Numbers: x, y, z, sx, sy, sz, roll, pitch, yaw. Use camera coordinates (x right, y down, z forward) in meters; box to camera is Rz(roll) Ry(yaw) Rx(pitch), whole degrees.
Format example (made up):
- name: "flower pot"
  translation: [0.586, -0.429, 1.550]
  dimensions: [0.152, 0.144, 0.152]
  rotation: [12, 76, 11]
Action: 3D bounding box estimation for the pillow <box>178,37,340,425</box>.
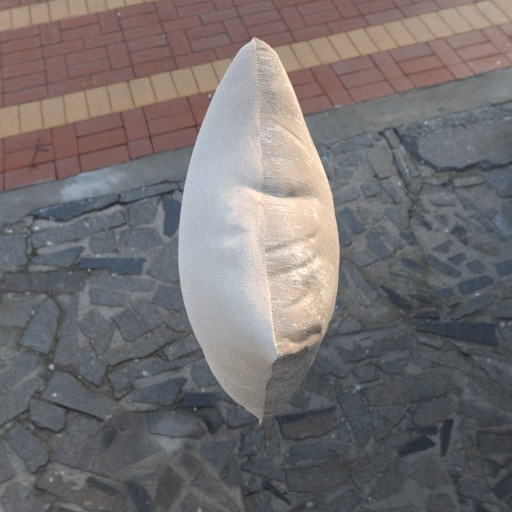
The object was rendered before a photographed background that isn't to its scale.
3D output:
- name: "pillow"
  translation: [0.000, 0.000, 0.696]
  dimensions: [0.245, 0.448, 0.450]
  rotation: [-1, 63, 0]
